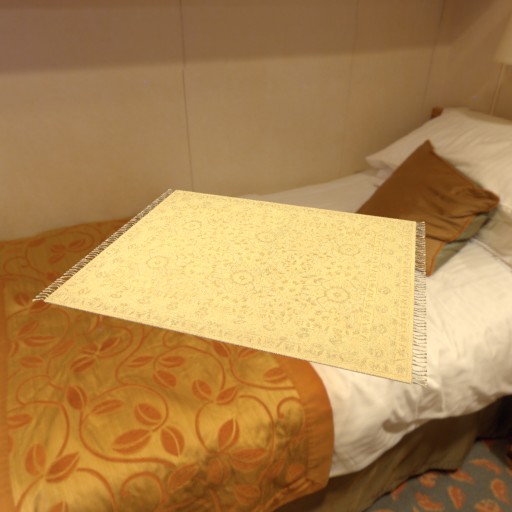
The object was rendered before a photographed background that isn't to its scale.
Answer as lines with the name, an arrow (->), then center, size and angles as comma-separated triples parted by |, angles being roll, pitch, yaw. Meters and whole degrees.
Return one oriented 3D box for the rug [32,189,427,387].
rug -> 0.000, 0.000, 4.171 | 3.043, 0.013, 2.444 | 9, 33, 15
